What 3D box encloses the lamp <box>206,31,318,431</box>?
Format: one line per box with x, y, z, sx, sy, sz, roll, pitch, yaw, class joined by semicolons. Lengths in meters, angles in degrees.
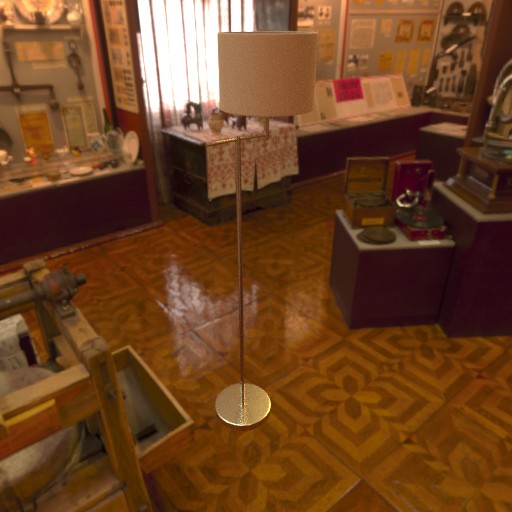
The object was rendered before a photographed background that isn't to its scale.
0.000;0.000;1.776;0.416;1.600;0.324;-20;34;-32;lamp
